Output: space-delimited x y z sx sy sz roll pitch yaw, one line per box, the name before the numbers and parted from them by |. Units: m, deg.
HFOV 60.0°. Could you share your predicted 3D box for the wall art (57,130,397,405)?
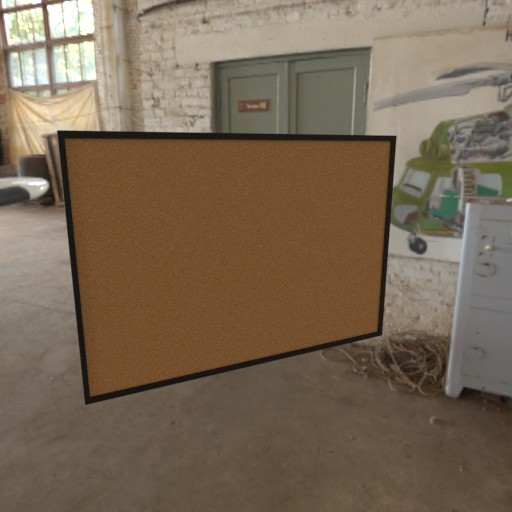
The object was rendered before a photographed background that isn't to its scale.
wall art | 0.000 0.000 1.247 0.963 0.665 0.013 -7 15 -25
